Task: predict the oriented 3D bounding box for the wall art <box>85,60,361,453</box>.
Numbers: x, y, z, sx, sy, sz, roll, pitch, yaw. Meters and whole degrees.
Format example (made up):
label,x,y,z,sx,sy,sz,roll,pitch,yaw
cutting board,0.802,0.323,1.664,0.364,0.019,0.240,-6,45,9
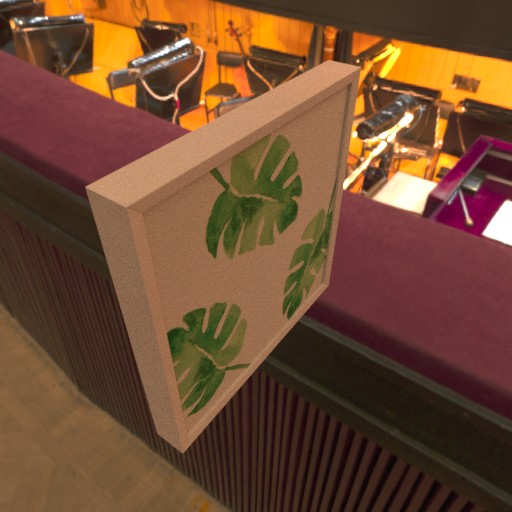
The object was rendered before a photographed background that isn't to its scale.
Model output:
label,x,y,z,sx,sy,sz,roll,pitch,yaw
wall art,0.000,0.000,0.457,0.038,0.305,0.305,26,47,27
